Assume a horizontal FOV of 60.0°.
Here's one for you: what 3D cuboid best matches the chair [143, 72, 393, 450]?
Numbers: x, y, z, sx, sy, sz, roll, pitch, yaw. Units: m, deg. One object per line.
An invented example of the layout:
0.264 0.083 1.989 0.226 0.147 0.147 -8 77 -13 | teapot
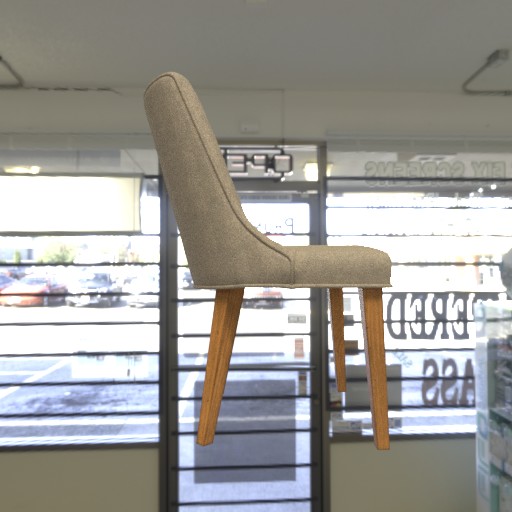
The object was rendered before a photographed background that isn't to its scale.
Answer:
0.000 0.000 1.293 0.636 0.916 0.548 0 -1 -1 | chair
